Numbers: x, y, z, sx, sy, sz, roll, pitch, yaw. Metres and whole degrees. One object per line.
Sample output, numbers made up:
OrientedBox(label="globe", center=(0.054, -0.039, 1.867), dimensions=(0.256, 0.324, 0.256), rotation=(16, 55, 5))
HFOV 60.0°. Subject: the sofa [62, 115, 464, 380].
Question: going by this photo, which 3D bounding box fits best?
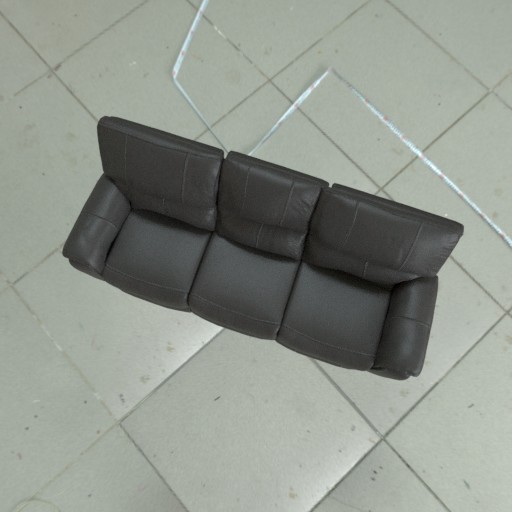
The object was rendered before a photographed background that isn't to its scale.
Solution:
OrientedBox(label="sofa", center=(0.000, 0.000, 3.261), dimensions=(2.627, 1.134, 1.104), rotation=(18, 78, 4))
